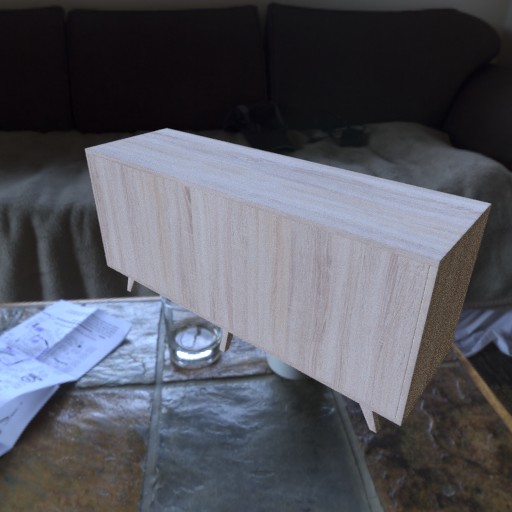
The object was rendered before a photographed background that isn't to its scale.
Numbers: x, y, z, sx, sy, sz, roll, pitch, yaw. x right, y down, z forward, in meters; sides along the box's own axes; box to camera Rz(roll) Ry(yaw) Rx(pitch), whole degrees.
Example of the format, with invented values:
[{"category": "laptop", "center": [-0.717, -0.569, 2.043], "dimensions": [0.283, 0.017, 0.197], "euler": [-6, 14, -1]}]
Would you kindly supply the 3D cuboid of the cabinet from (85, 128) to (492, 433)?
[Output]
[{"category": "cabinet", "center": [0.000, 0.000, 1.976], "dimensions": [1.650, 0.780, 0.500], "euler": [22, 36, 33]}]
